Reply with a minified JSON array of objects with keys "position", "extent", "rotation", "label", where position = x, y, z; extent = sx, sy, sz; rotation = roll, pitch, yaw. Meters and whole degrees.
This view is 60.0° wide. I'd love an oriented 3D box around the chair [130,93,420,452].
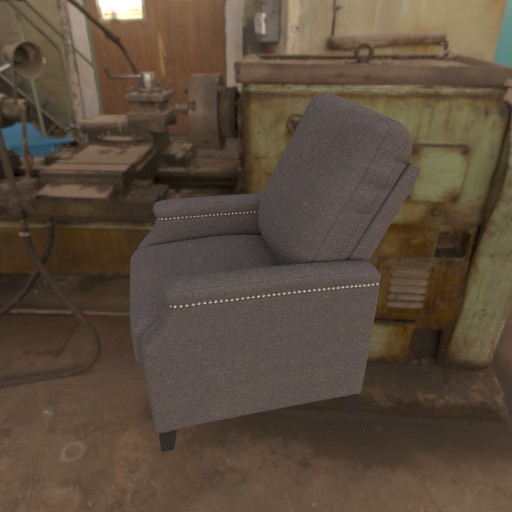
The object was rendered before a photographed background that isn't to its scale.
[{"position":[0.000,0.000,1.631],"extent":[0.922,1.049,0.710],"rotation":[-7,30,-12],"label":"chair"}]
